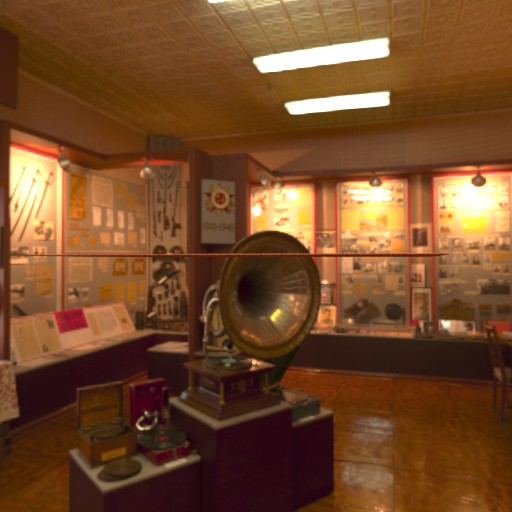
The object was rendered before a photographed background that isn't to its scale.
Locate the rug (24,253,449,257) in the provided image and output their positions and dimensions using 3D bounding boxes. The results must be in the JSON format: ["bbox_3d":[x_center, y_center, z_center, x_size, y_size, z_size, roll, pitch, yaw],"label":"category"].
[{"bbox_3d":[0.000,0.000,2.775,2.112,0.009,1.594,0,0,19],"label":"rug"}]
